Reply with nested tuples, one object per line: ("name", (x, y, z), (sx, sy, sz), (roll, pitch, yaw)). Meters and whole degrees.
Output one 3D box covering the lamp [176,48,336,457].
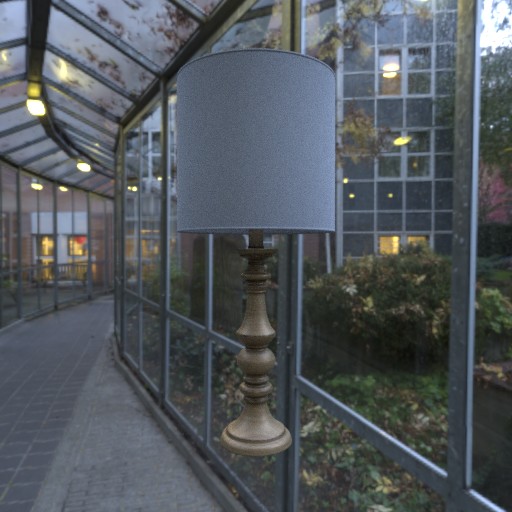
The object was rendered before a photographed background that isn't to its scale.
("lamp", (0.000, 0.000, 0.714), (0.250, 0.597, 0.250), (0, 1, -1))
